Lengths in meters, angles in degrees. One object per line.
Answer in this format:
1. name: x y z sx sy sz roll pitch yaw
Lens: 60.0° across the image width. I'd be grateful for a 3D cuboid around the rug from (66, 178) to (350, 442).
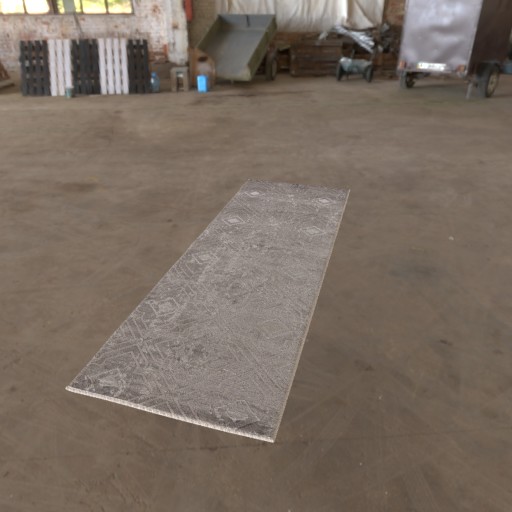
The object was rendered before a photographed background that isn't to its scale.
1. rug: 0.000 0.000 2.587 0.832 0.035 2.381 8 31 14
